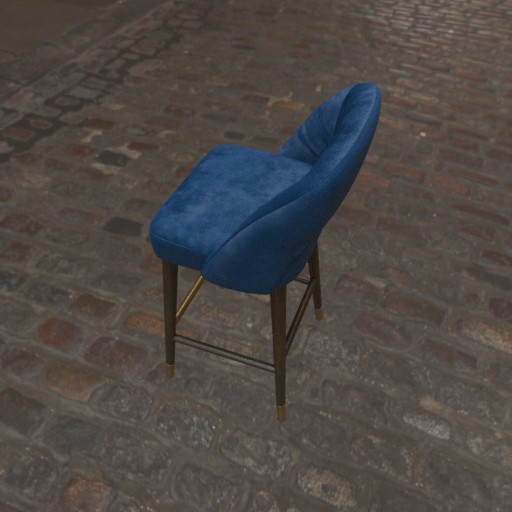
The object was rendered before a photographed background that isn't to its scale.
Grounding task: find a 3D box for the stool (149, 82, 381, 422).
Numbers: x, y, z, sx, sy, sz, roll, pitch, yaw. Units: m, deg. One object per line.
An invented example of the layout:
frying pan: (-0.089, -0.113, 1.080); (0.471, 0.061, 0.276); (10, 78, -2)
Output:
stool: (0.000, 0.000, 1.304); (0.515, 1.016, 0.514); (17, 49, 15)
